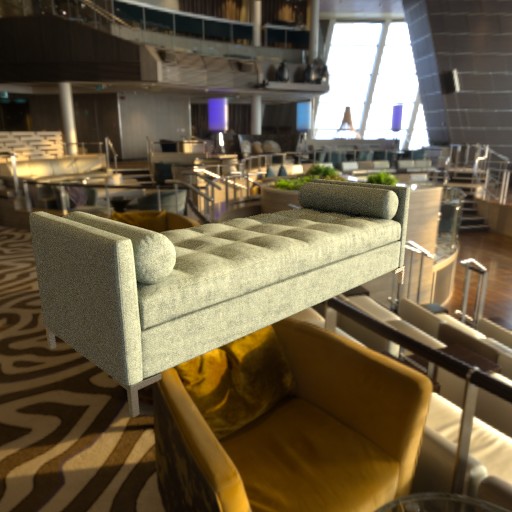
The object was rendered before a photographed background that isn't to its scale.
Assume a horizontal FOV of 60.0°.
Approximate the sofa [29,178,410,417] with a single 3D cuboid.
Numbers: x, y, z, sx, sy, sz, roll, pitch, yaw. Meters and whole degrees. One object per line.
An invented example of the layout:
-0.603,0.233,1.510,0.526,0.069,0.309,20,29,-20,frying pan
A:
0.000,0.000,2.480,0.797,0.657,2.102,15,21,43,sofa
